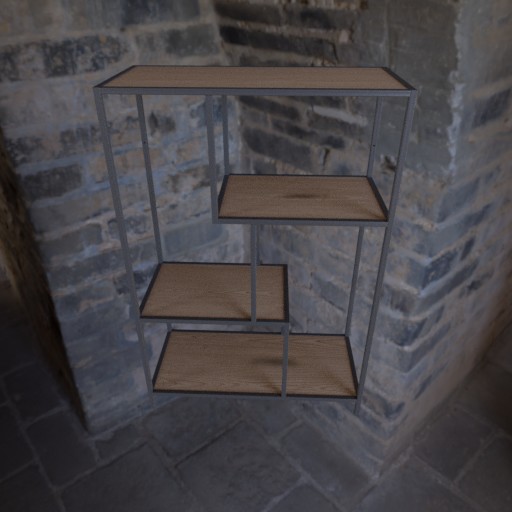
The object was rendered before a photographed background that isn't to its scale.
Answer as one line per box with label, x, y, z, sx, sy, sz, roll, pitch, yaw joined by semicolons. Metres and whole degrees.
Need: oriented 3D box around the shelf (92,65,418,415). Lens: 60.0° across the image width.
shelf;0.000;0.000;1.492;0.770;1.138;0.350;1;31;2
